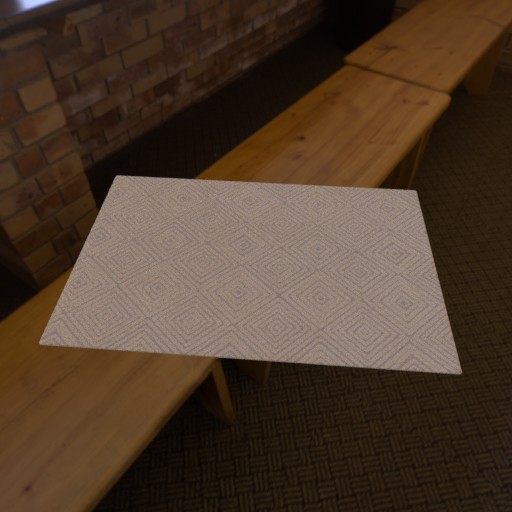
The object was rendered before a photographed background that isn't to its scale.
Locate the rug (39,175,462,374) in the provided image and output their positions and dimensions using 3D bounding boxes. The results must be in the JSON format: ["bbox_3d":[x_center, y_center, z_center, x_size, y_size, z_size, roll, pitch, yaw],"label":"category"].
[{"bbox_3d":[0.000,0.000,2.209,1.753,0.008,1.143,3,48,3],"label":"rug"}]
